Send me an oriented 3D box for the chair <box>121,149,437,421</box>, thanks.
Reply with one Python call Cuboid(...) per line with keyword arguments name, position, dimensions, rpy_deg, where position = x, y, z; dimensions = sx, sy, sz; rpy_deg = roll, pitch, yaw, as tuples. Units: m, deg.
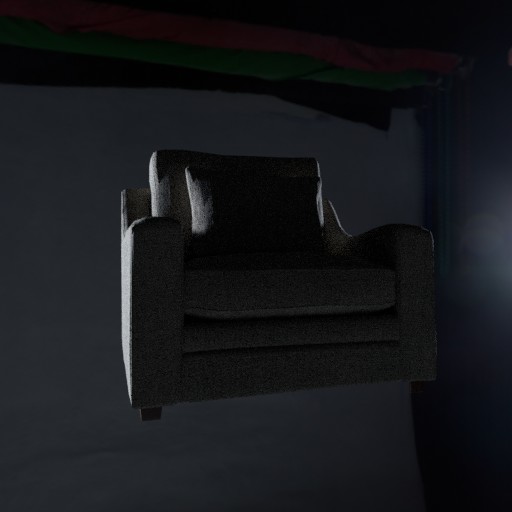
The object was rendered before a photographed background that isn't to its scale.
Cuboid(name="chair", position=(0.000, 0.000, 1.964), dimensions=(1.138, 1.037, 1.009), rpy_deg=(0, -1, -18))
